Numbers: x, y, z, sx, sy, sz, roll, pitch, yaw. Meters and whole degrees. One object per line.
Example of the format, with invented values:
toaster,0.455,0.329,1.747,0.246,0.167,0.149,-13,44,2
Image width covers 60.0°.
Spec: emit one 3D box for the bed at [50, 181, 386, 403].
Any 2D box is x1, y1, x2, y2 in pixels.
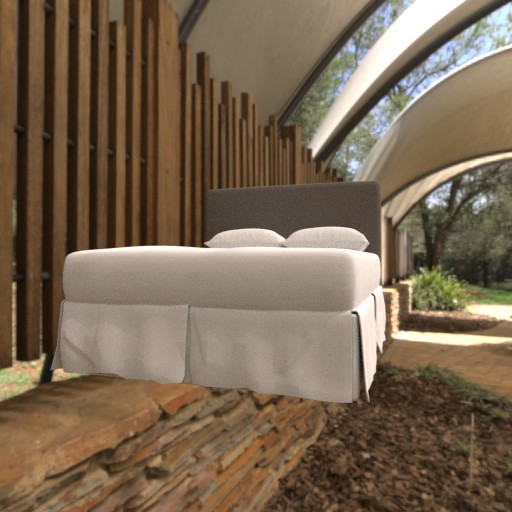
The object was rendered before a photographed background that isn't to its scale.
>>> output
bed,0.000,0.000,3.145,1.723,1.330,2.142,0,0,19
